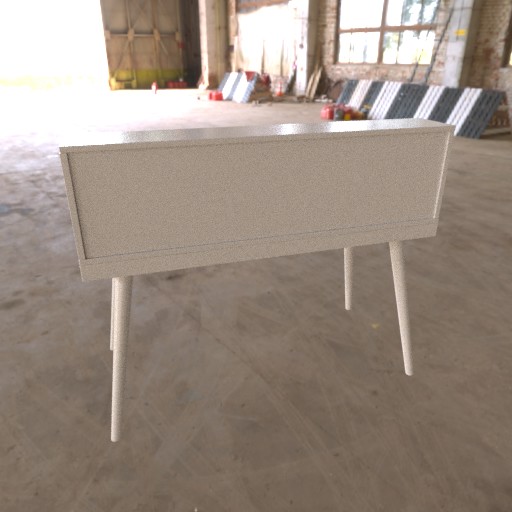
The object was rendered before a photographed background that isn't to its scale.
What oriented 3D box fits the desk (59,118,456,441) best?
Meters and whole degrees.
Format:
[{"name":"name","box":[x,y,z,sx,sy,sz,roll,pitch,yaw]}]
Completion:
[{"name":"desk","box":[0.000,0.000,1.701,1.199,0.990,0.559,-7,26,-15]}]
